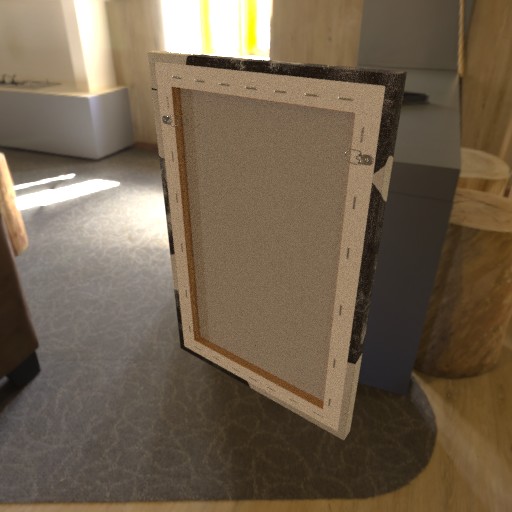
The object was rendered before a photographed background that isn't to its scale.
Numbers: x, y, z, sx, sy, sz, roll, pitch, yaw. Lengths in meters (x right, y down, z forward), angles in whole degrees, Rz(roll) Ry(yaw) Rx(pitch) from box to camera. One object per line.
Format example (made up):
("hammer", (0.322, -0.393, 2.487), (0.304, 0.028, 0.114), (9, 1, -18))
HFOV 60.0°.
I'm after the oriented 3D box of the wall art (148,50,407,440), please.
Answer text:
("wall art", (0.000, 0.000, 1.125), (0.610, 0.915, 0.041), (20, 36, 31))
